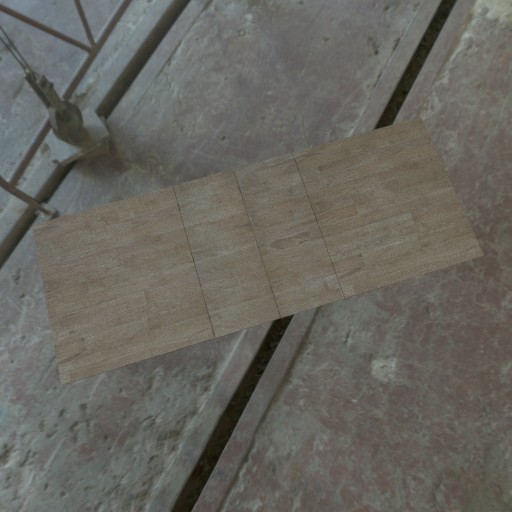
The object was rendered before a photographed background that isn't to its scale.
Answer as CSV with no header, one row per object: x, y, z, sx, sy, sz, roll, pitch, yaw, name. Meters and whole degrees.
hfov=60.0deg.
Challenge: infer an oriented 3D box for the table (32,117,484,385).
0.000,0.000,3.089,2.603,0.752,1.000,-16,76,-4,table
